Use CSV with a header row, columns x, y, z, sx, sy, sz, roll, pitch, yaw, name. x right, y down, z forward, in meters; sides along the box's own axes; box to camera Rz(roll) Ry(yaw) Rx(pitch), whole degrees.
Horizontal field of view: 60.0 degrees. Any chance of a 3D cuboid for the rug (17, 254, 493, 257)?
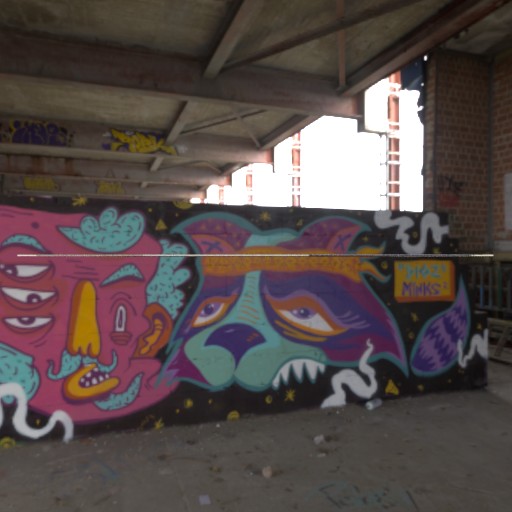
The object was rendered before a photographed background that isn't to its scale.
x,y,z,sx,sy,sz,roll,pitch,yaw,name
0.000,0.000,2.296,1.828,0.005,1.220,0,0,1,rug
